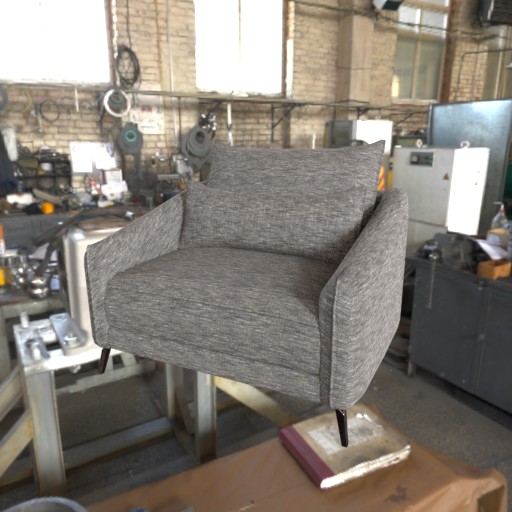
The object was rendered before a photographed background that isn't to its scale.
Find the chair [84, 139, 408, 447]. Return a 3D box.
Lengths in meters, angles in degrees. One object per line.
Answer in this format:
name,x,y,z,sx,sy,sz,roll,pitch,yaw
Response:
chair,0.000,0.000,1.650,1.004,0.842,0.805,7,16,25
